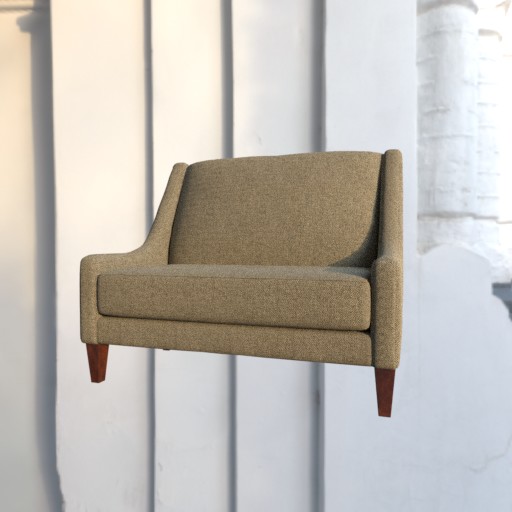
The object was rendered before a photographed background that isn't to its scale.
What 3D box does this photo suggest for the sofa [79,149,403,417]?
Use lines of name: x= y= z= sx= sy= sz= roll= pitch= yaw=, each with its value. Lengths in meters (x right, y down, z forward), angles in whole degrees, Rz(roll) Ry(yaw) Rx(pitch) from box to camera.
sofa: x=0.000 y=0.000 z=1.965 sx=1.242 sy=1.021 sz=0.870 roll=1 pitch=2 yaw=18
